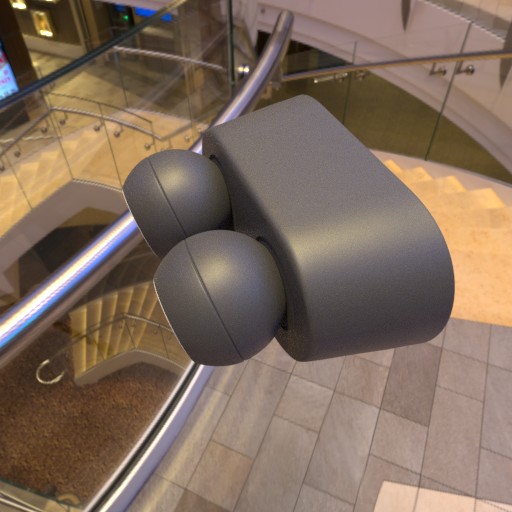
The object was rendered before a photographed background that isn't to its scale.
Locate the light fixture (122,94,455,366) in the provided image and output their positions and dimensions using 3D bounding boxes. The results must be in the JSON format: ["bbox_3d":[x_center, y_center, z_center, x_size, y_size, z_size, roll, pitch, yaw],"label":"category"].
[{"bbox_3d":[0.000,0.000,0.333,0.159,0.159,0.229,-17,49,-15],"label":"light fixture"}]
